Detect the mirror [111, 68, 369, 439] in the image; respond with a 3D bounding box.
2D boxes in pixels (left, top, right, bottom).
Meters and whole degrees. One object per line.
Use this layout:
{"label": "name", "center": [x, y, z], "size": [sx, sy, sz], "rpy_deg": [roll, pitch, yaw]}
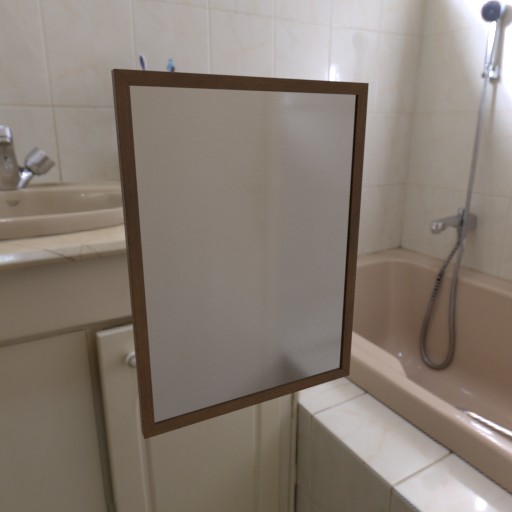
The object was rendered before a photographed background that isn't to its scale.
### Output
{"label": "mirror", "center": [0.000, 0.000, 1.353], "size": [0.762, 1.016, 0.040], "rpy_deg": [-8, 18, -26]}
